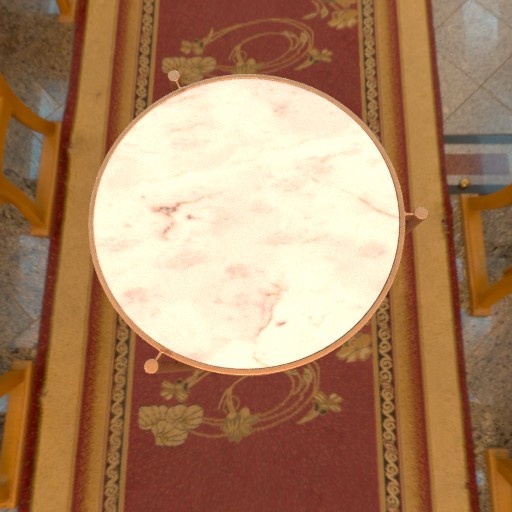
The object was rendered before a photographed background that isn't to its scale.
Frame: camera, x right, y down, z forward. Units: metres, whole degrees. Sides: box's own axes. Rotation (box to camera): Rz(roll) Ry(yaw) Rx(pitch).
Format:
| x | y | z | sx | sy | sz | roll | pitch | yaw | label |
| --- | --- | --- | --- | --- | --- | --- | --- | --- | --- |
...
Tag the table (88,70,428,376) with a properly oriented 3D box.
| x | y | z | sx | sy | sz | roll | pitch | yaw | label |
| --- | --- | --- | --- | --- | --- | --- | --- | --- | --- |
| 0.000 | 0.000 | 0.826 | 0.456 | 0.493 | 0.430 | 1 | 76 | 0 | table |
